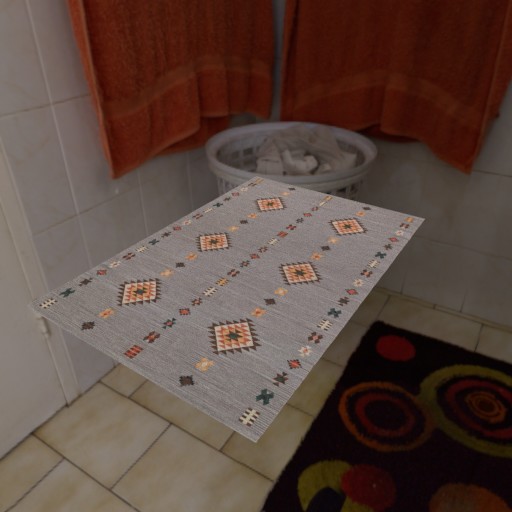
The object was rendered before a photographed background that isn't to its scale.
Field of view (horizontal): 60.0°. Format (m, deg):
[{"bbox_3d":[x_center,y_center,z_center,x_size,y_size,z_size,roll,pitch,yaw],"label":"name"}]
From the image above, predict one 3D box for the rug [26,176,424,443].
[{"bbox_3d":[0.000,0.000,2.301,1.217,0.005,1.818,20,37,28],"label":"rug"}]
